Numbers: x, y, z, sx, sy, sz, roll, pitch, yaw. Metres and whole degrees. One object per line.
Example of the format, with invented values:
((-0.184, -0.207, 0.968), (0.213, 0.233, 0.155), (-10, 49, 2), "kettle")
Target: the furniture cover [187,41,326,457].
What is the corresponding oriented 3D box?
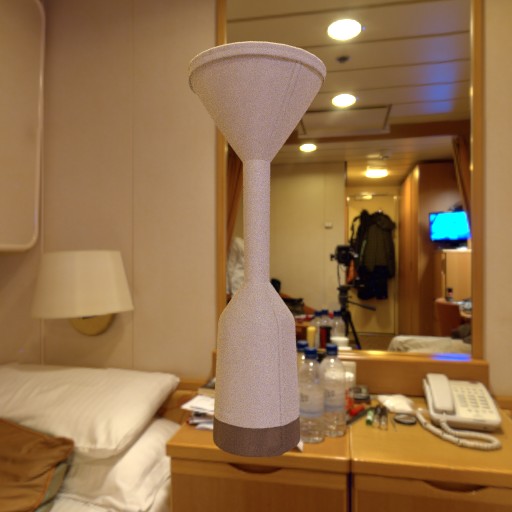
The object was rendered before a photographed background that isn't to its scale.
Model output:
((0.000, 0.000, 2.939), (0.914, 2.413, 0.914), (0, 0, -35), "furniture cover")
